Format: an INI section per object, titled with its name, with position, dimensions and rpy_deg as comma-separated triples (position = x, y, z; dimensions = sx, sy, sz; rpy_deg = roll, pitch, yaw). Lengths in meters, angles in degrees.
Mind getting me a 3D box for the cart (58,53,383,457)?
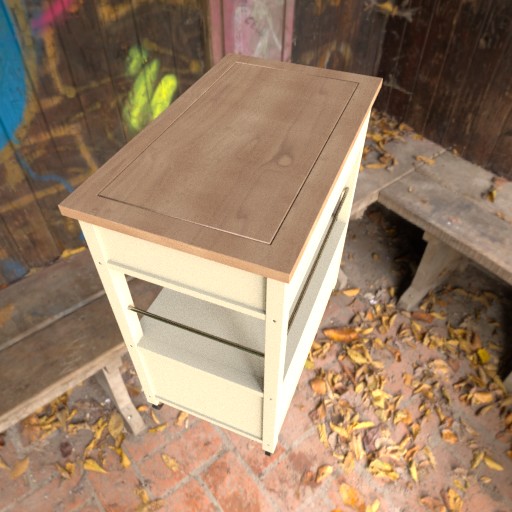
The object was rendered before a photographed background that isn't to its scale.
[cart]
position = 0.000, 0.000, 1.358
dimensions = 0.459, 0.901, 0.840
rpy_deg = 16, 48, 15
